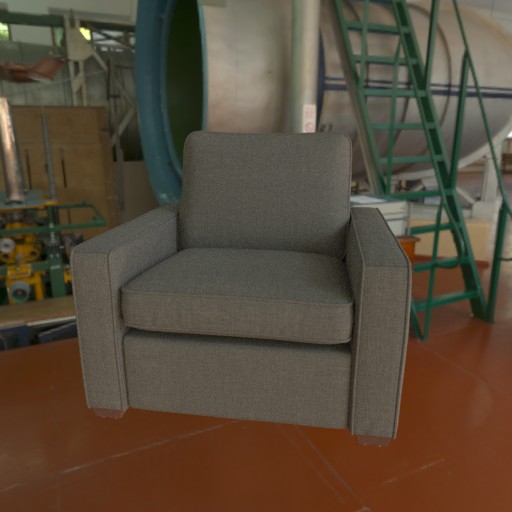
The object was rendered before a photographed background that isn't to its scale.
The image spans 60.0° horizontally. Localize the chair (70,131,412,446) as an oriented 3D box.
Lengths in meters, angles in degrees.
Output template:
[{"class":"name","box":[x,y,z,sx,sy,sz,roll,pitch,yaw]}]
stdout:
[{"class":"chair","box":[0.000,0.000,1.696,1.017,0.919,0.940,3,16,9]}]
